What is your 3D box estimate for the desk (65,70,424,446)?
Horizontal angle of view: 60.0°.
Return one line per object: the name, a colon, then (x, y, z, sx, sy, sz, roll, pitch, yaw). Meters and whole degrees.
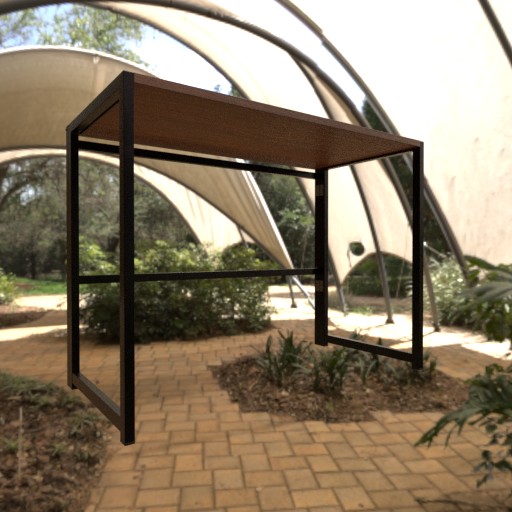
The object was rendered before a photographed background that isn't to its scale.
desk: (0.000, 0.000, 1.394, 1.016, 0.762, 0.508, 0, 1, -35)
